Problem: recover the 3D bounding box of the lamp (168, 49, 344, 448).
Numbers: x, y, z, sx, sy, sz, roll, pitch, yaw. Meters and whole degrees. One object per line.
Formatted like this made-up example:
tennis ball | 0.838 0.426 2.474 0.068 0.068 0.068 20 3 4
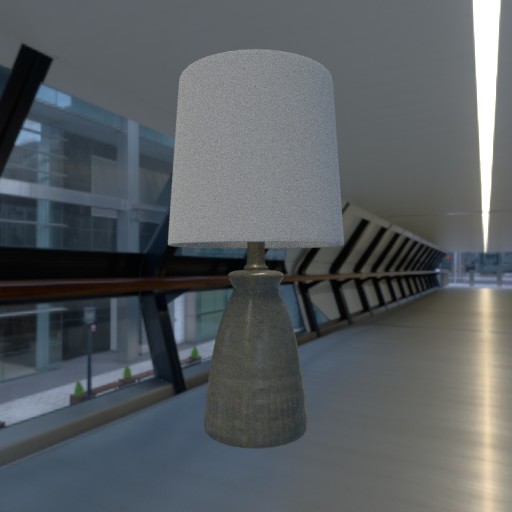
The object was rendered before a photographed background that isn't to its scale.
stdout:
lamp | 0.000 0.000 0.478 0.186 0.369 0.186 0 -1 0
